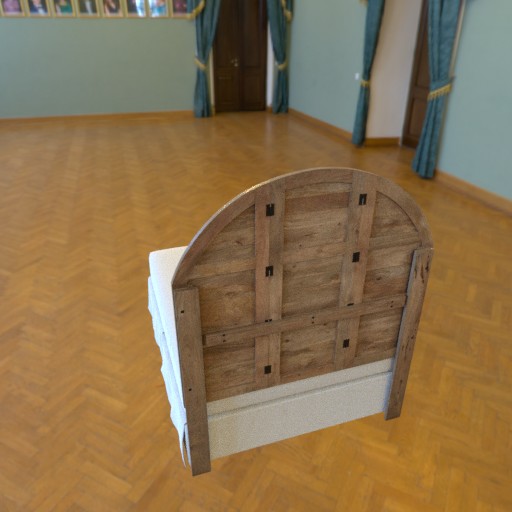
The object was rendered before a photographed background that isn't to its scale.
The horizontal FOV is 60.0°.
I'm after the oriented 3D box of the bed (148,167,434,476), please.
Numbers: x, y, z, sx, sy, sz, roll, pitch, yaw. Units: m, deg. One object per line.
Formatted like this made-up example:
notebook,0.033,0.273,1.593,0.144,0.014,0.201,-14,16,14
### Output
bed,0.000,0.000,3.590,1.713,2.002,2.112,-9,28,-16
